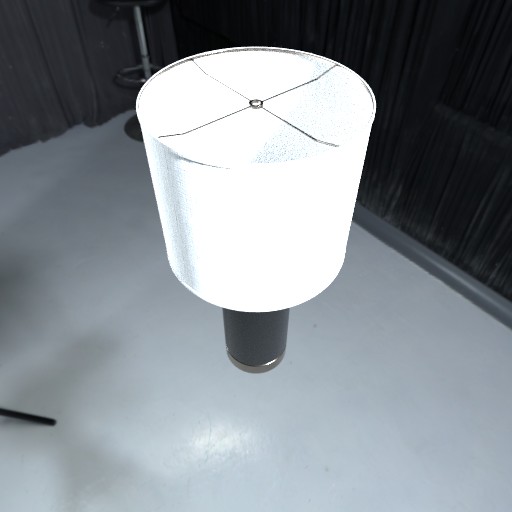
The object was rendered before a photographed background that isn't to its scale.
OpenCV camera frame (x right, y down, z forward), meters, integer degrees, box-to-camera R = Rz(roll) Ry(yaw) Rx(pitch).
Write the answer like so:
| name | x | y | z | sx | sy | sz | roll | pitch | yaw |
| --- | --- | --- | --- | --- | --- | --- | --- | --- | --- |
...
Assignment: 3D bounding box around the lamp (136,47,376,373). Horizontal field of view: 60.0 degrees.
| name | x | y | z | sx | sy | sz | roll | pitch | yaw |
| --- | --- | --- | --- | --- | --- | --- | --- | --- | --- |
| lamp | 0.000 | 0.000 | 0.629 | 0.241 | 0.482 | 0.240 | -31 | 54 | -26 |
